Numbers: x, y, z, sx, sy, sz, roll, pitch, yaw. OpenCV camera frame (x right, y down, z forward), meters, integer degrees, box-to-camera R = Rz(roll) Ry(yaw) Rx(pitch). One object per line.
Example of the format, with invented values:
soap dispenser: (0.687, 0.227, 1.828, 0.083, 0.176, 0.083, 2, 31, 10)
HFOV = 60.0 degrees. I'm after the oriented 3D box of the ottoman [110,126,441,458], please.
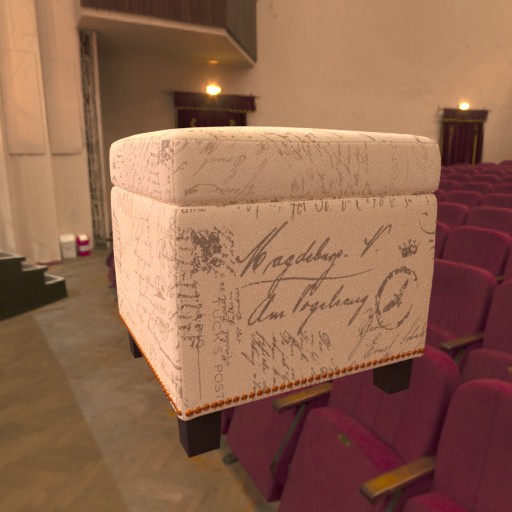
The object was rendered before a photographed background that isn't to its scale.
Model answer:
ottoman: (0.000, 0.000, 0.829, 0.450, 0.457, 0.449, -6, 14, -26)
